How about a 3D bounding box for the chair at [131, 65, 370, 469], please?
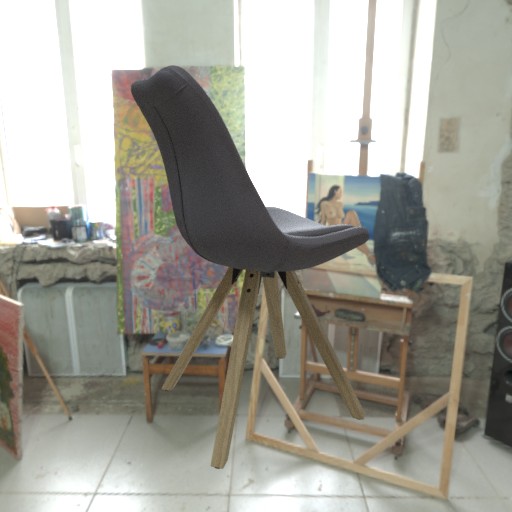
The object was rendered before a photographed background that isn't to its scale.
[{"bbox_3d":[0.000,0.000,1.171,0.547,0.865,0.483,-8,16,-28],"label":"chair"}]
